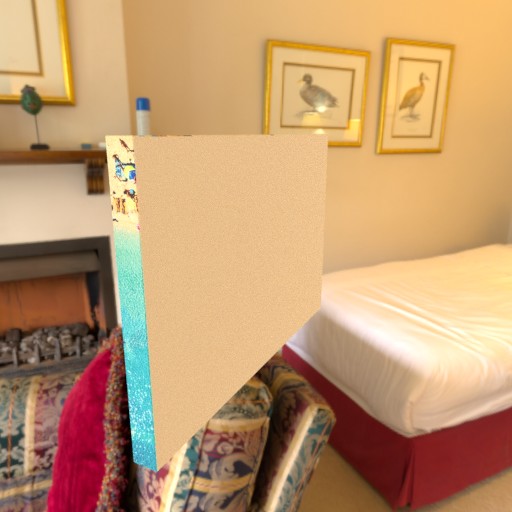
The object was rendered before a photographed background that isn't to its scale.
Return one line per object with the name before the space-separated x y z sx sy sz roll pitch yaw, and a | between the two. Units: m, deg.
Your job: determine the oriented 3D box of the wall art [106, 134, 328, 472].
wall art | 0.000 0.000 0.767 0.039 0.406 0.609 8 17 26
